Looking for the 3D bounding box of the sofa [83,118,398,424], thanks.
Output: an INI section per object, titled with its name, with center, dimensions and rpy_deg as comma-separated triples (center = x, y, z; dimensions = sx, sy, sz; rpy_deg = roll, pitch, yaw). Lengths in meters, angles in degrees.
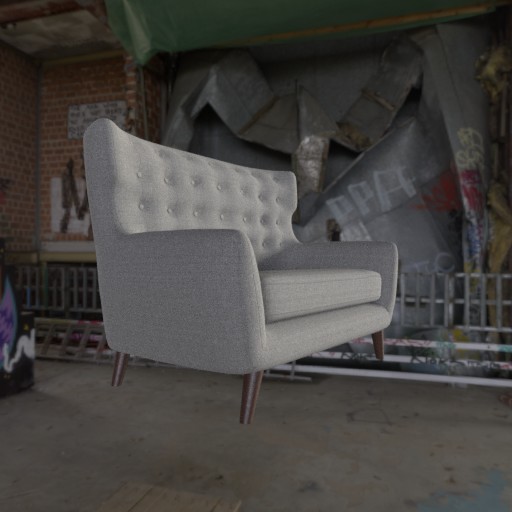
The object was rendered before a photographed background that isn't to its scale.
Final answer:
[sofa]
center = 0.000, 0.000, 2.026
dimensions = 0.884, 1.028, 1.386
rpy_deg = 0, 0, 37
